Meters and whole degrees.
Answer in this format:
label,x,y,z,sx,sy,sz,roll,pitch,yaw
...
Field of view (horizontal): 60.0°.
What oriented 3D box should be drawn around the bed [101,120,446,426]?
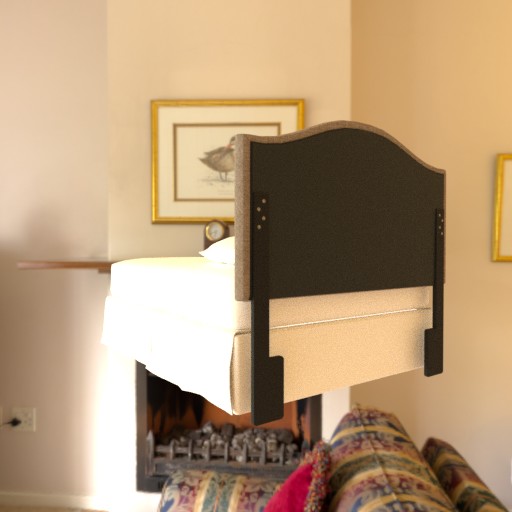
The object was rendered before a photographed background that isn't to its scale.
label,x,y,z,sx,sy,sz,roll,pitch,yaw
bed,0.000,0.000,3.339,1.713,1.518,2.153,-1,1,-35
